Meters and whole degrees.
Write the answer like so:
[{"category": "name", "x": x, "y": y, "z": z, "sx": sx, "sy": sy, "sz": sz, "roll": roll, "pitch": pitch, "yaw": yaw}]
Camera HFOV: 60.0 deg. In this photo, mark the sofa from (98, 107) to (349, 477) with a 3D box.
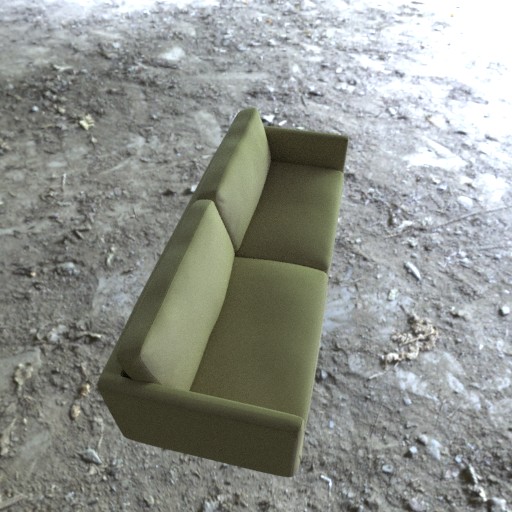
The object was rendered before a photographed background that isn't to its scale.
[{"category": "sofa", "x": 0.000, "y": 0.000, "z": 2.892, "sx": 0.988, "sy": 0.912, "sz": 2.404, "roll": 9, "pitch": 47, "yaw": 9}]
